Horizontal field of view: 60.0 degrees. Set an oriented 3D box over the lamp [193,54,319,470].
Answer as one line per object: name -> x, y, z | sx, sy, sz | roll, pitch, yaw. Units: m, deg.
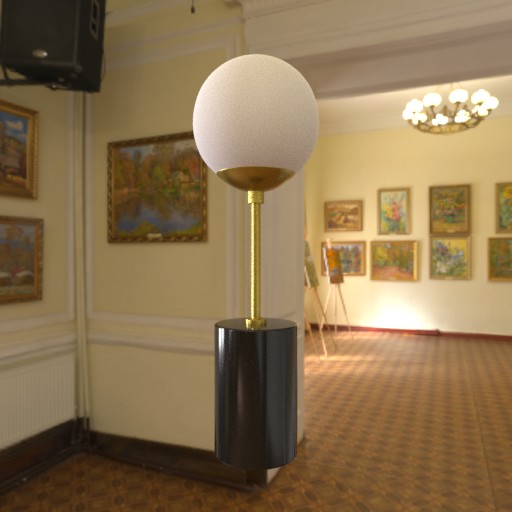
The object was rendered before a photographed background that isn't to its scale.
lamp -> 0.000, 0.000, 0.545 | 0.153, 0.480, 0.153 | 0, 0, 0
